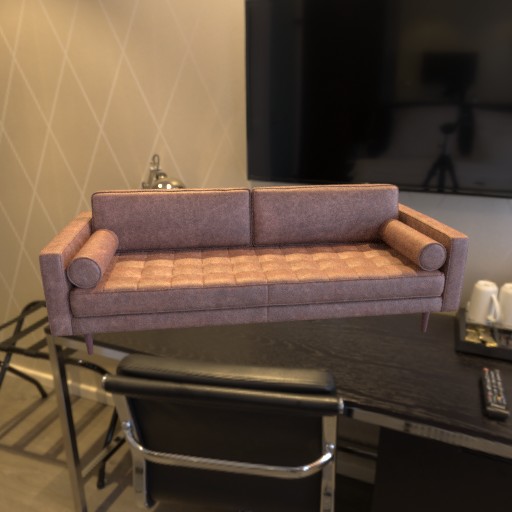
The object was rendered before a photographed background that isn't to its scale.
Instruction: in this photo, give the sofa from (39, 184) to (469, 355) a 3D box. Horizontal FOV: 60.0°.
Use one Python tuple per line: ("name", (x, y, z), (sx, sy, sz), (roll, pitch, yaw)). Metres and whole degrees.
("sofa", (0.000, 0.000, 2.683), (2.210, 0.762, 0.914), (-2, 19, -7))
